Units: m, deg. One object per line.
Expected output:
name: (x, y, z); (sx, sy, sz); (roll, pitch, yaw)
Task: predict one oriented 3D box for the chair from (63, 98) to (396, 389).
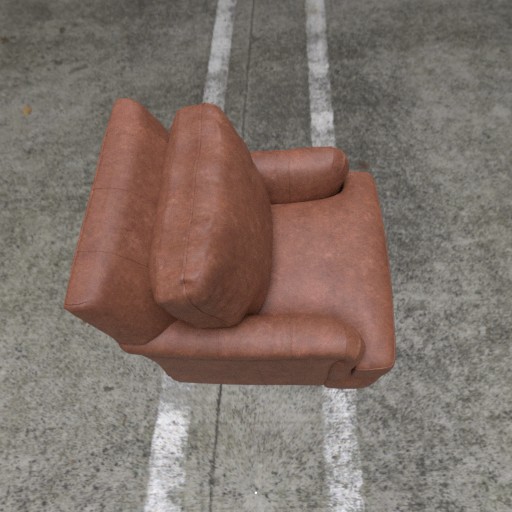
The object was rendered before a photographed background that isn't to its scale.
chair: (0.000, 0.000, 1.930); (1.158, 1.055, 0.986); (1, 62, 1)
